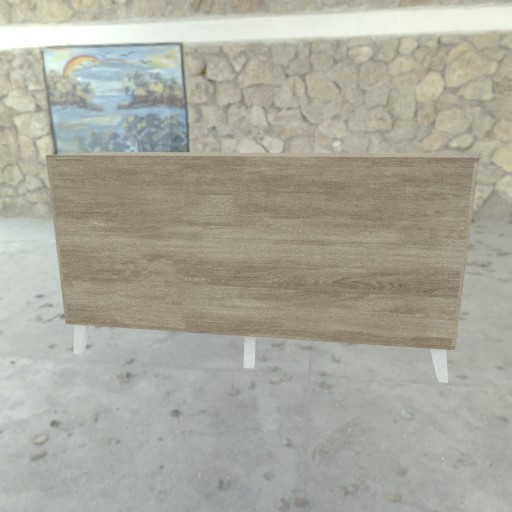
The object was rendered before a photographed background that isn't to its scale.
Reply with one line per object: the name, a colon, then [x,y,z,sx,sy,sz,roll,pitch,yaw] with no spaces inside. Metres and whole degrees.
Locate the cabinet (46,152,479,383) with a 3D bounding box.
cabinet: [0.000,0.000,1.945,1.600,0.870,0.450,2,15,9]
